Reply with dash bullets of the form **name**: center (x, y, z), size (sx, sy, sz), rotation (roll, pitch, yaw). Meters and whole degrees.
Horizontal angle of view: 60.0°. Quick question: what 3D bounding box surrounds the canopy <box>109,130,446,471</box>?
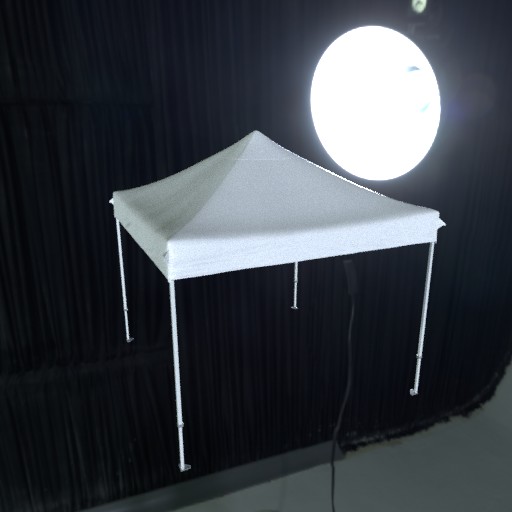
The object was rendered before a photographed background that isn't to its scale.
- **canopy**: center (0.000, 0.000, 5.498), size (2.994, 2.998, 2.996), rotation (-8, 18, -24)
